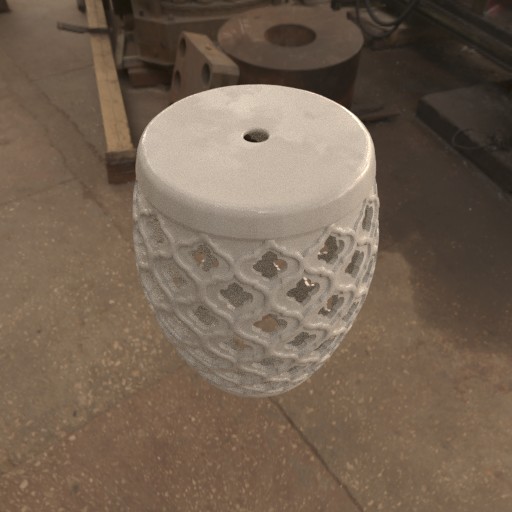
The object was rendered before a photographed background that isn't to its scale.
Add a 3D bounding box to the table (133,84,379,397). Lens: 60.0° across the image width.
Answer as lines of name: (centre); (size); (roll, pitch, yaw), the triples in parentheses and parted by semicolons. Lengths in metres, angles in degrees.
table: (0.000, 0.000, 0.631); (0.325, 0.388, 0.325); (0, 46, 0)
